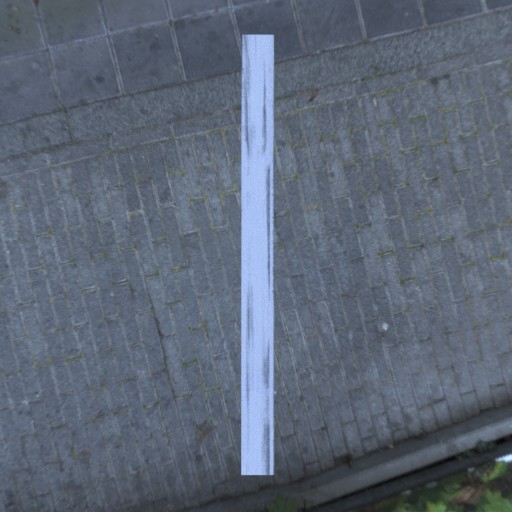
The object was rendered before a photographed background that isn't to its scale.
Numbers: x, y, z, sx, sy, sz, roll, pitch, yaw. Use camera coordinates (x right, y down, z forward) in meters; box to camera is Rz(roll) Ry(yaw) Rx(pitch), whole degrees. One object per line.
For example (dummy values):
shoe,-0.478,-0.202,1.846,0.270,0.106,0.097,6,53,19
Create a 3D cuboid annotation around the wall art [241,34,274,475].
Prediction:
wall art,0.000,0.000,0.761,0.038,0.506,0.506,0,89,0
